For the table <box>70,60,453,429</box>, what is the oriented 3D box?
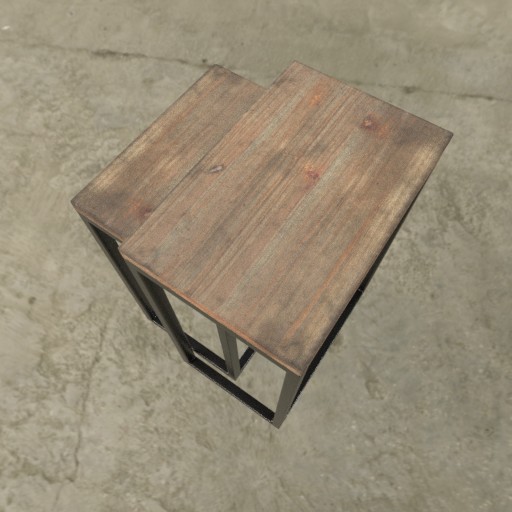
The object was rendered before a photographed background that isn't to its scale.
[{"bbox_3d":[0.000,0.000,0.931,0.460,0.615,0.456,34,68,16],"label":"table"}]
